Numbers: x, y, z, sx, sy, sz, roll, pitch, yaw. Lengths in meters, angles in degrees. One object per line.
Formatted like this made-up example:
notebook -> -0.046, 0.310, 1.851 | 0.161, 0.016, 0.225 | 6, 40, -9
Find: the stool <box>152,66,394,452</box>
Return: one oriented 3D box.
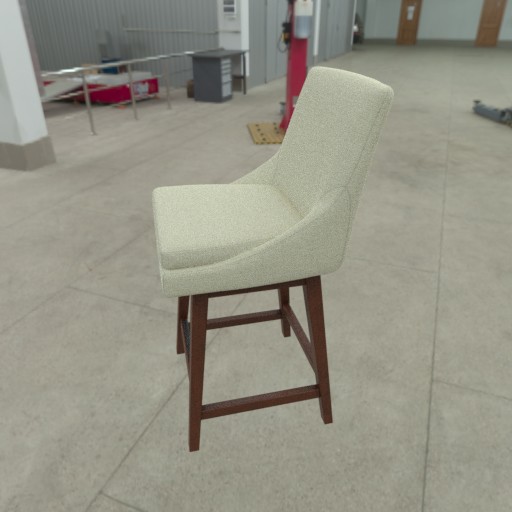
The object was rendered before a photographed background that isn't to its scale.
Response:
stool -> 0.000, 0.000, 1.308 | 0.559, 0.991, 0.469 | -7, 30, -12
